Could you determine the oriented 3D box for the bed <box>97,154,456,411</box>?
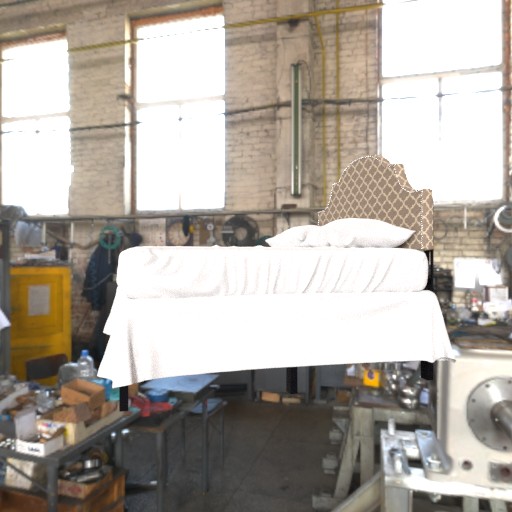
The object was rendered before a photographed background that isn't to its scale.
[{"bbox_3d":[0.000,0.000,3.355,2.222,1.633,1.780,0,0,-18],"label":"bed"}]
